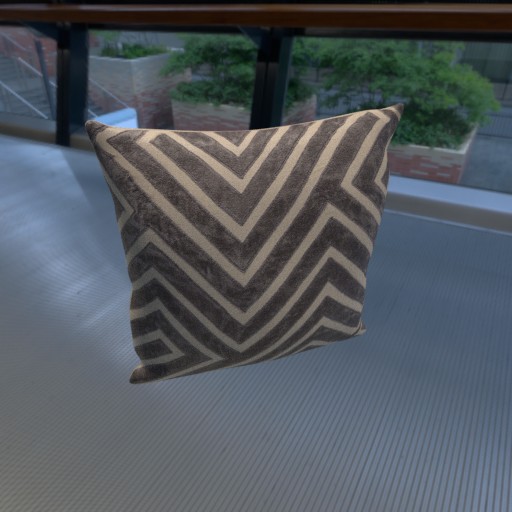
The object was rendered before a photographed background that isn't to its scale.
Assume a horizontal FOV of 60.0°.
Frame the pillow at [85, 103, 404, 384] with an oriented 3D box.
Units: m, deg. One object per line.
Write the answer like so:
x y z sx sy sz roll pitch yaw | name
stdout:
0.000 0.000 0.682 0.440 0.441 0.182 -9 32 -14 | pillow
